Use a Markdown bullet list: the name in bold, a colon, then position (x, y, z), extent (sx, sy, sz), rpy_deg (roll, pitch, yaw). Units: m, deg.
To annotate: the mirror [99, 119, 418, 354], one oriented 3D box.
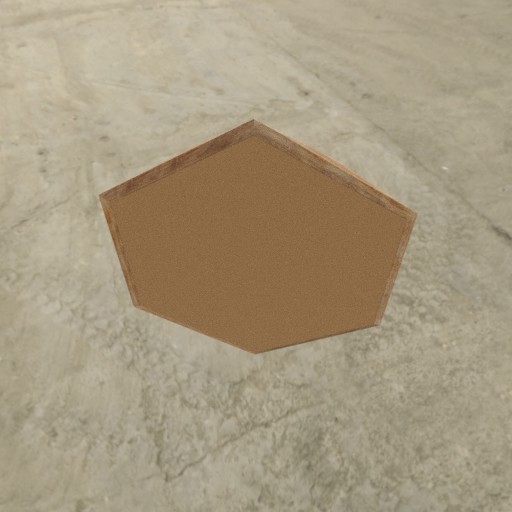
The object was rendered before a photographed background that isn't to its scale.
- **mirror**: position (0.000, 0.000, 1.098), extent (0.675, 0.779, 0.091), rpy_deg (4, 46, 4)
